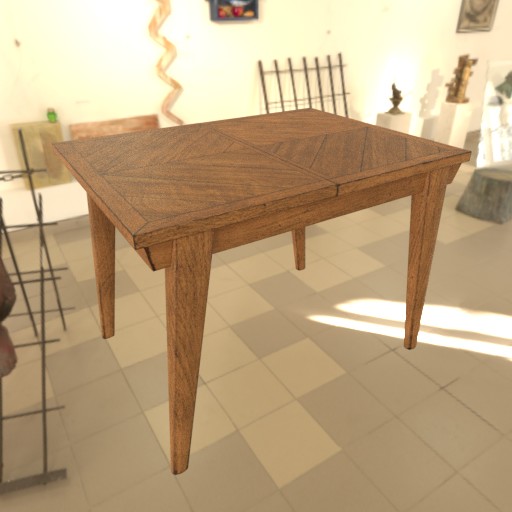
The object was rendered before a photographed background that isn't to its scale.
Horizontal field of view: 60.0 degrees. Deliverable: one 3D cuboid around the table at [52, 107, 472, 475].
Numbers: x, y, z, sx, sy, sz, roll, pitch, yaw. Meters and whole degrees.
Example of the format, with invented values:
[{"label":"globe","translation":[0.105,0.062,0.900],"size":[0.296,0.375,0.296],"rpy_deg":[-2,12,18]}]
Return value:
[{"label":"table","translation":[0.000,0.000,1.531],"size":[1.027,0.760,0.757],"rpy_deg":[-17,34,-28]}]
